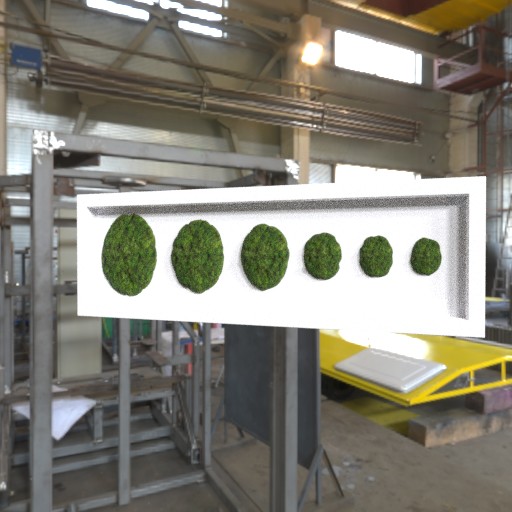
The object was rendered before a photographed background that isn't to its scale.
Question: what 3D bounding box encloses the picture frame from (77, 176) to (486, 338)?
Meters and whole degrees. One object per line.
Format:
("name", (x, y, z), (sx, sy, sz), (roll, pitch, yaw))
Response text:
("picture frame", (0.000, 0.000, 0.823), (0.759, 0.250, 0.050), (0, 1, 18))
